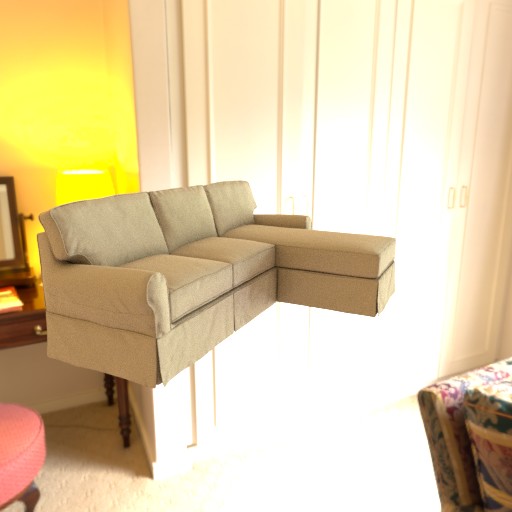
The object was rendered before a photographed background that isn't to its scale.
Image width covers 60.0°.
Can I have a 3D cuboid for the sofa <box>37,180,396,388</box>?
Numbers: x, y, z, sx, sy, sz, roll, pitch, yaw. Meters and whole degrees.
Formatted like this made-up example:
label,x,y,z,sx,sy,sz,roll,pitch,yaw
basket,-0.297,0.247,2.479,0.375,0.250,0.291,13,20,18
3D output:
label,x,y,z,sx,sy,sz,roll,pitch,yaw
sofa,0.000,0.000,3.334,1.733,0.978,2.475,7,15,26
